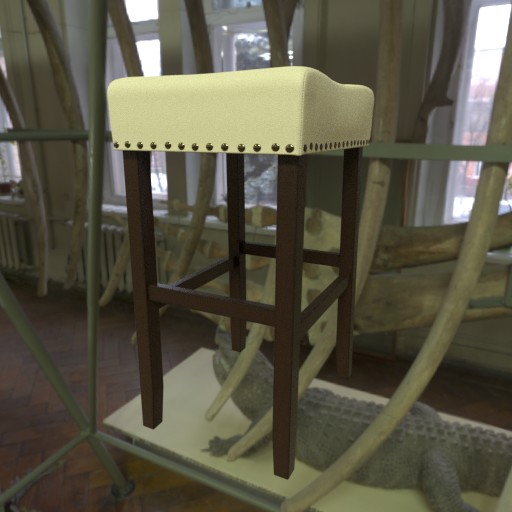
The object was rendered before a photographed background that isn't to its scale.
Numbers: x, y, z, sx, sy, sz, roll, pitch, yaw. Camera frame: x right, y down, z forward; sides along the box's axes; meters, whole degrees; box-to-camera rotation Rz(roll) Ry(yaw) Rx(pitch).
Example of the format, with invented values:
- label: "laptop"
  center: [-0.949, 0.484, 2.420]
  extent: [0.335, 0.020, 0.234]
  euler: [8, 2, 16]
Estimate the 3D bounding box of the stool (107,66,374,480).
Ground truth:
- label: "stool"
  center: [0.000, 0.000, 1.038]
  extent: [0.401, 0.762, 0.471]
  euler: [8, 18, 26]
